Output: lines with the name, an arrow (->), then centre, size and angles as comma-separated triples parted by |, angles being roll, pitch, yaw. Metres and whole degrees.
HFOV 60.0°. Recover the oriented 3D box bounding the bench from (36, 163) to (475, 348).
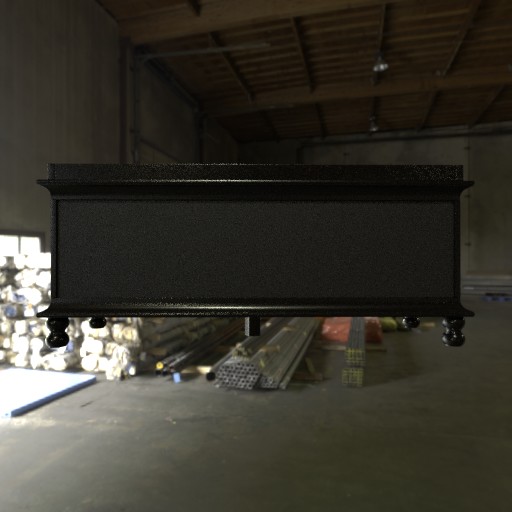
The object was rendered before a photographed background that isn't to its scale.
bench -> 0.000, 0.000, 1.396 | 1.185, 0.501, 0.402 | 0, 0, -1
